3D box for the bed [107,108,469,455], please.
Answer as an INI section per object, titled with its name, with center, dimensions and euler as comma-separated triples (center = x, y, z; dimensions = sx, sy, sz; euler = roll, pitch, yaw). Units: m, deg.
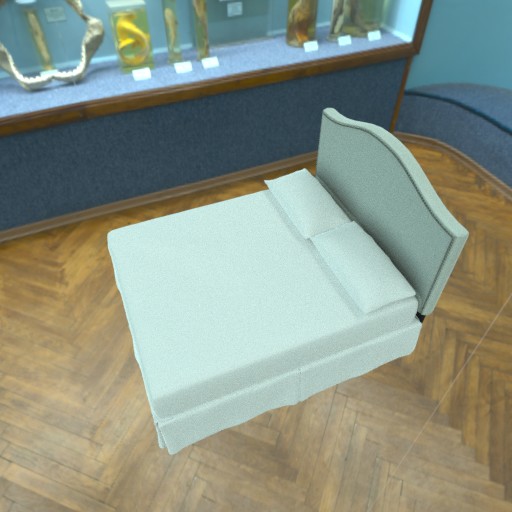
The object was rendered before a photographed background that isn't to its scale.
[bed]
center = 0.000, 0.000, 3.437
dimensions = 2.180, 1.607, 1.813
euler = -17, 48, -15
